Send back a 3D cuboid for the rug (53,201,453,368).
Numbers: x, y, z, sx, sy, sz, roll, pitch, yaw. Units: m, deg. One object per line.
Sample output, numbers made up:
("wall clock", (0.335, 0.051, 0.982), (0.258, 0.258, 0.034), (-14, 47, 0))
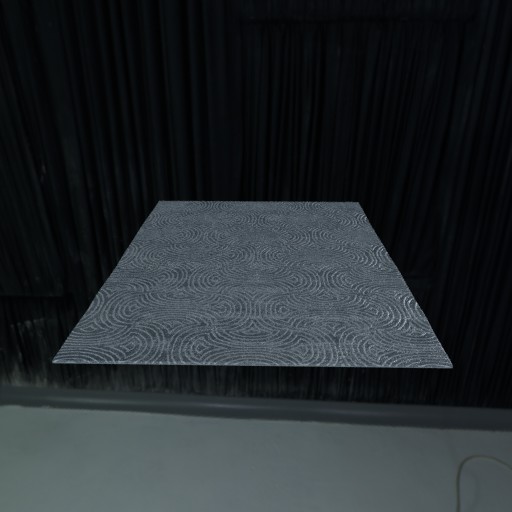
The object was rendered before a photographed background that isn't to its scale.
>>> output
("rug", (0.000, 0.000, 4.064), (2.456, 0.021, 3.042), (0, 26, 1))
